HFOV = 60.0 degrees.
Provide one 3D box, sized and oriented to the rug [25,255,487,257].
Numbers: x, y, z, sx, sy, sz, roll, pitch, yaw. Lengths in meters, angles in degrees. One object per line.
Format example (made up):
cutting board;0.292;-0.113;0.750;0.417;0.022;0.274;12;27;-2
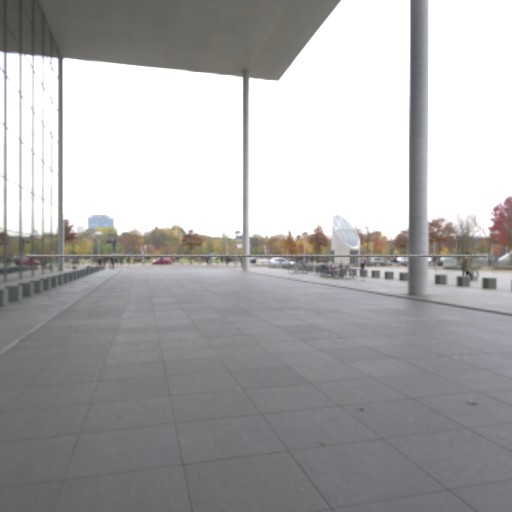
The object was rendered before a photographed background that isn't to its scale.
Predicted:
rug;0.000;0.000;2.943;2.286;0.011;1.524;0;0;1
